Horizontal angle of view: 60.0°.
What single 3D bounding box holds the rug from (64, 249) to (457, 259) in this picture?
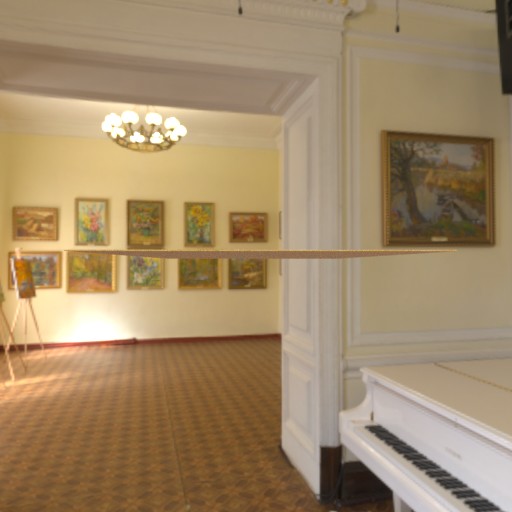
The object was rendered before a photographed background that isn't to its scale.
[{"bbox_3d":[0.000,0.000,3.678,1.981,0.006,2.895,0,-1,-1],"label":"rug"}]
